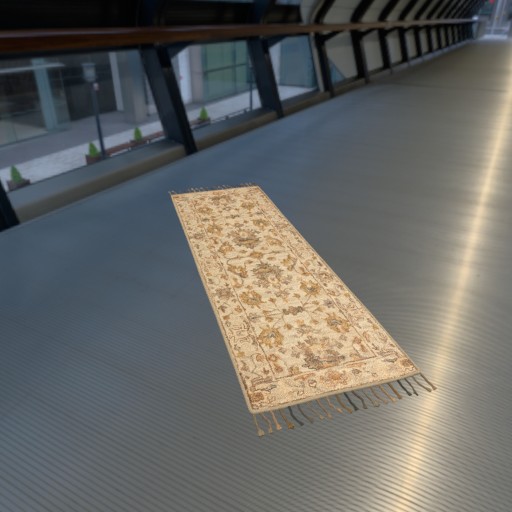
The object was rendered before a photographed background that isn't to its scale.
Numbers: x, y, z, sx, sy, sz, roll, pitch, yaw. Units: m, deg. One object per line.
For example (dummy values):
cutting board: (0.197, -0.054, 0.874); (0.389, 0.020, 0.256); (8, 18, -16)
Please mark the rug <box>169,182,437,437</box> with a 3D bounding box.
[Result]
rug: (0.000, 0.000, 2.623); (0.729, 0.021, 2.438); (-8, 30, -15)
